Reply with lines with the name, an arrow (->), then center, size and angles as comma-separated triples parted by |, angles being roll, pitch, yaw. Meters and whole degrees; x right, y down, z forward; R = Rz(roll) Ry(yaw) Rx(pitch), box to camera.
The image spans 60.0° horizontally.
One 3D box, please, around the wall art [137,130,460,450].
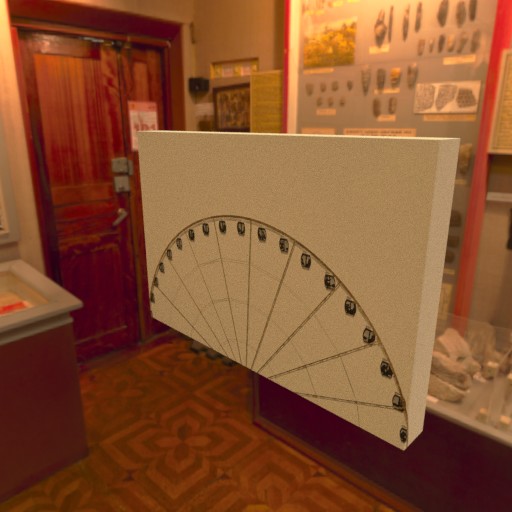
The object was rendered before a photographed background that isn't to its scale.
wall art -> 0.000, 0.000, 0.477 | 0.384, 0.254, 0.039 | 16, 23, 42
